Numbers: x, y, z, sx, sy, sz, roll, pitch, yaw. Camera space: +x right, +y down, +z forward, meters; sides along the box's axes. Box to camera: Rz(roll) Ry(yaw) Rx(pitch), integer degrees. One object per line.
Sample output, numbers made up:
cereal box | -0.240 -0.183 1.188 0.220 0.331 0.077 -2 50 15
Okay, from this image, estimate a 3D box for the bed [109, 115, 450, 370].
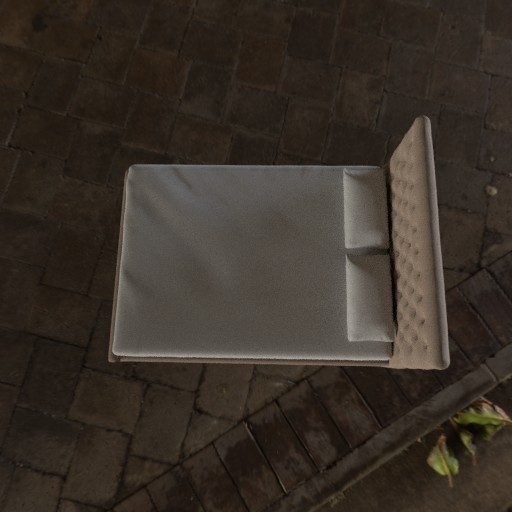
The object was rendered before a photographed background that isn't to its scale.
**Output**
bed | 0.000 0.000 3.518 2.387 1.427 1.698 1 77 0
